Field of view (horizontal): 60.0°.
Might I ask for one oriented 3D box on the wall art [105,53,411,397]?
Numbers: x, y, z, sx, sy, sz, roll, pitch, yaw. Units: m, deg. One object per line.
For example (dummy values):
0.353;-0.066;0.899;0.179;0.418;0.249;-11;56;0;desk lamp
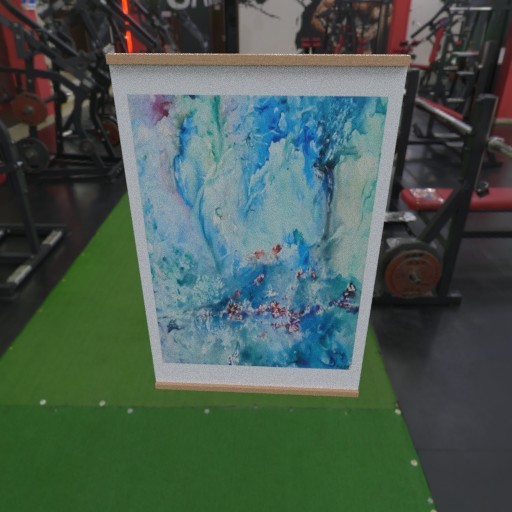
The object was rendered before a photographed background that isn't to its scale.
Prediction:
0.000;0.000;0.615;0.335;0.510;0.013;2;29;3;wall art
